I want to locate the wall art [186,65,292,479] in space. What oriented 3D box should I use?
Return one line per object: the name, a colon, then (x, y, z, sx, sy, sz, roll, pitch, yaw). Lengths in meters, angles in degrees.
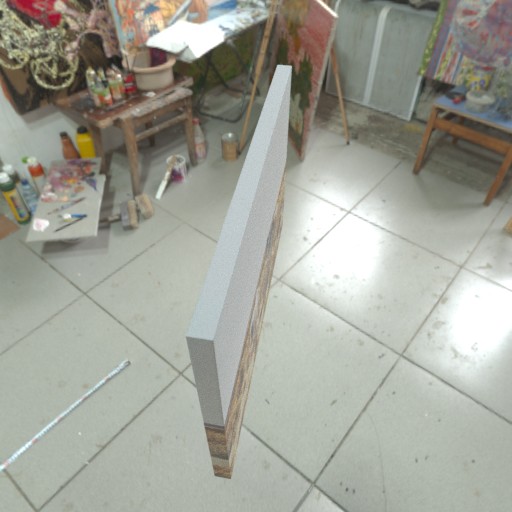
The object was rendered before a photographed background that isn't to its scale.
wall art: (0.000, 0.000, 1.445, 0.051, 0.761, 1.138, 7, 47, 7)
